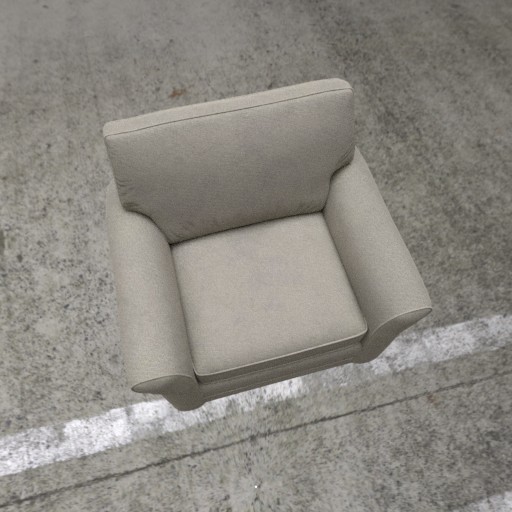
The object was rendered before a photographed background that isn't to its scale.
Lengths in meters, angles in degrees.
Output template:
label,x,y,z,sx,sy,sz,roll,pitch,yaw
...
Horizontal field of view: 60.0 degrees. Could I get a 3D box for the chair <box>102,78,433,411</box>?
label,x,y,z,sx,sy,sz,roll,pitch,yaw
chair,0.000,0.000,1.875,1.147,1.044,0.939,-13,63,-7
